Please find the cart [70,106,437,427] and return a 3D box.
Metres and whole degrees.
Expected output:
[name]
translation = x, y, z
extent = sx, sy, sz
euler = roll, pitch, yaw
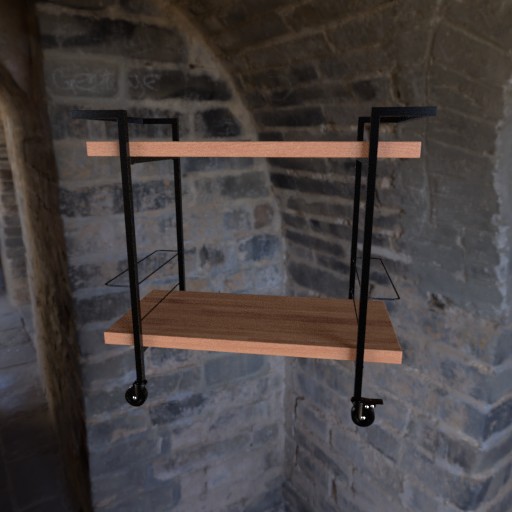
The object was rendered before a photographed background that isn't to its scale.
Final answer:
[cart]
translation = 0.000, 0.000, 1.245
extent = 0.806, 0.762, 0.406
euler = 2, 15, 8
